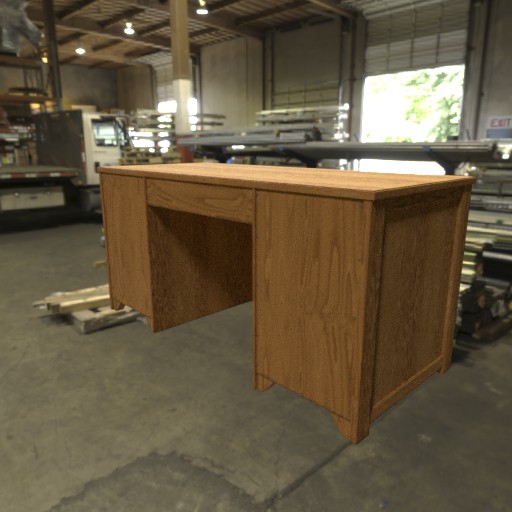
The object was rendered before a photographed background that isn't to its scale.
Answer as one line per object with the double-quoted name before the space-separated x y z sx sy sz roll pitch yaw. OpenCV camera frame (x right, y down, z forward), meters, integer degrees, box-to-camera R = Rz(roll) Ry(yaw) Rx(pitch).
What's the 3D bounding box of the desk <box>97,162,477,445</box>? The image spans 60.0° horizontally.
"desk" 0.000 0.000 1.987 0.685 0.751 1.567 -14 20 -42
